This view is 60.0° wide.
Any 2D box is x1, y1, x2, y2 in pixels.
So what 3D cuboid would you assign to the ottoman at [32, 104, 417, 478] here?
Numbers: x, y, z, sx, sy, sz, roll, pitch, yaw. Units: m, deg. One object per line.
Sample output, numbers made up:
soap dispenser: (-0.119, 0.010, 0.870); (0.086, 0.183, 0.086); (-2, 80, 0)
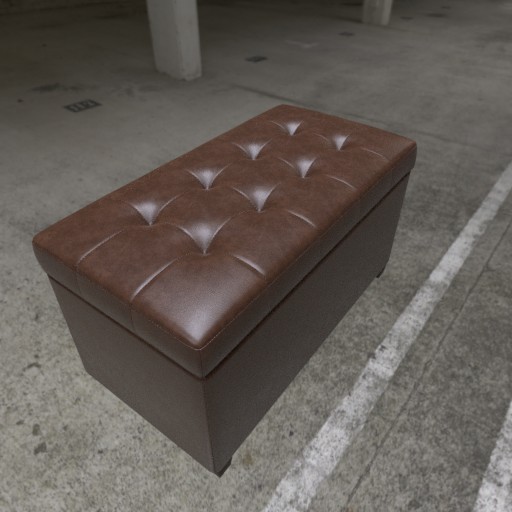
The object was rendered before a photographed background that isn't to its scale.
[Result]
ottoman: (0.000, 0.000, 1.103); (0.432, 0.470, 0.838); (26, 46, 27)
